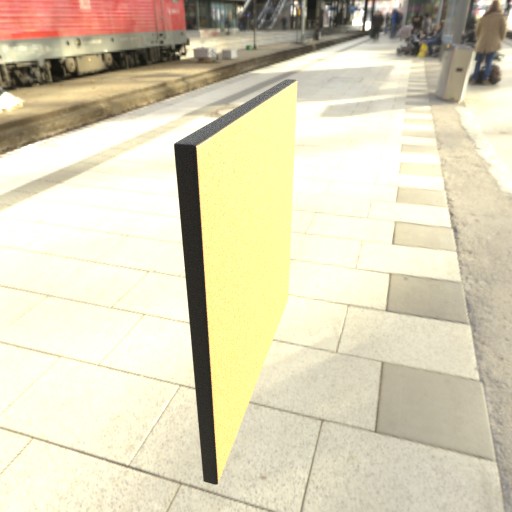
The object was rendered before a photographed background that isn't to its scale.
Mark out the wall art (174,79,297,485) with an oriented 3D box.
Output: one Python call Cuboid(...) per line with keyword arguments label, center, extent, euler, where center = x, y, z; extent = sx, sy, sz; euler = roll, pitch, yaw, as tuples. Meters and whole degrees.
Cuboid(label="wall art", center=(0.000, 0.000, 0.677), extent=(0.022, 0.453, 0.456), euler=(8, 29, 14))
